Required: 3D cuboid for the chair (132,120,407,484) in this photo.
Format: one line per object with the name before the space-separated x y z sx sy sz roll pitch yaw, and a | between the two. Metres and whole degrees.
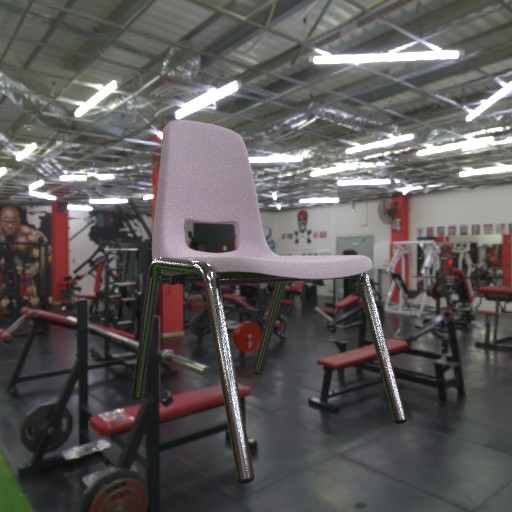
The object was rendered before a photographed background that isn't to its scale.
chair | 0.000 0.000 0.834 0.354 0.586 0.423 -1 1 -37
